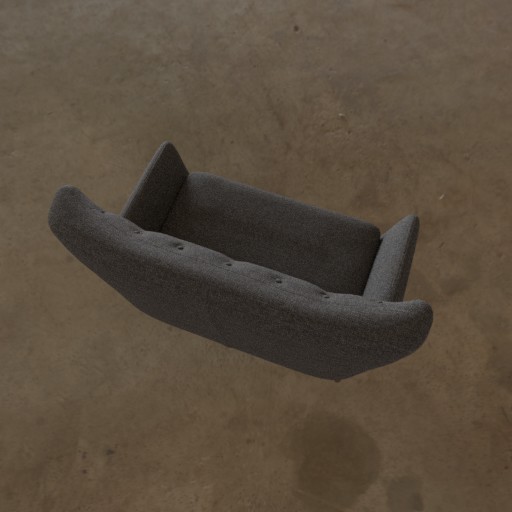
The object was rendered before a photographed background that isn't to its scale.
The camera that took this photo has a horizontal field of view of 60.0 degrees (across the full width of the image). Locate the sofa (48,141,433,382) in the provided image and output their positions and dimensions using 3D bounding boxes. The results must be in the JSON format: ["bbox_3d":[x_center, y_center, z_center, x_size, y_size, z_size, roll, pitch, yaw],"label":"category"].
[{"bbox_3d":[0.000,0.000,2.009,1.358,1.028,0.874,18,65,9],"label":"sofa"}]
